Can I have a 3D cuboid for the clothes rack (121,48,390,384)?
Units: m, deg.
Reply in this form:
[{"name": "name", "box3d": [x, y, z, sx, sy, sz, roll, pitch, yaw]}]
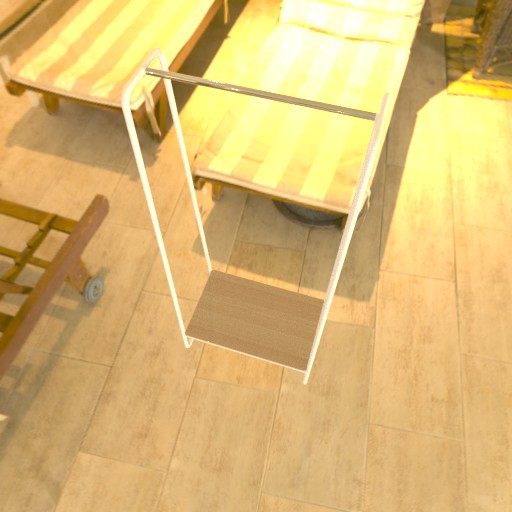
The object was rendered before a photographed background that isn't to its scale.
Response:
[{"name": "clothes rack", "box3d": [0.000, 0.000, 1.718, 0.640, 1.500, 0.400, 15, 58, 9]}]
